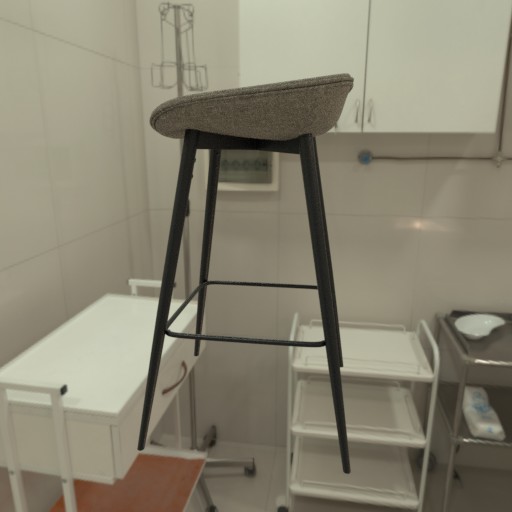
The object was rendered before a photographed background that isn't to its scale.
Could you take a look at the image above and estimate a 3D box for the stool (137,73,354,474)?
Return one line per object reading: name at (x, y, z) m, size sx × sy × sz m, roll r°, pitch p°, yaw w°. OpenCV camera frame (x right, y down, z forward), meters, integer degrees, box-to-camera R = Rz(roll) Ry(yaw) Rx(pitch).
stool at (0.000, 0.000, 1.092) m, size 0.480 × 0.814 × 0.469 m, roll 2°, pitch 15°, yaw 9°
